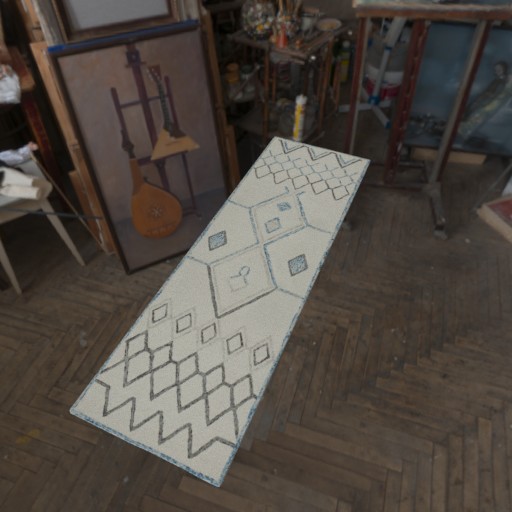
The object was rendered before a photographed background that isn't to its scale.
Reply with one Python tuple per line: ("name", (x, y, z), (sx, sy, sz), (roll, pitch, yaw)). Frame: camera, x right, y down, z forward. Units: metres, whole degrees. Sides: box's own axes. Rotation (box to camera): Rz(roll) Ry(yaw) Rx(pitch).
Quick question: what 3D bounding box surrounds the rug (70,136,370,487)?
("rug", (0.000, 0.000, 2.649), (0.770, 0.013, 2.434), (18, 51, 16))
